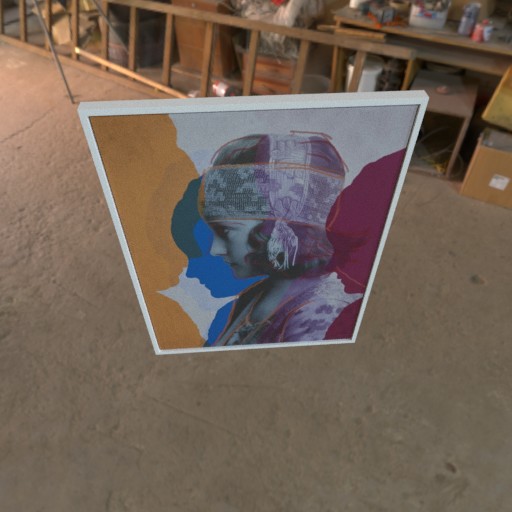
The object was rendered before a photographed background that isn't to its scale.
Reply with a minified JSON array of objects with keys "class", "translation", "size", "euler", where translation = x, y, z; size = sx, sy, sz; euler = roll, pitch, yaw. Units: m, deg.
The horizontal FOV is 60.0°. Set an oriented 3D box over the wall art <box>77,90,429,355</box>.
[{"class":"wall art","translation":[0.000,0.000,1.396],"size":[0.795,1.050,0.039],"euler":[-3,47,-3]}]
